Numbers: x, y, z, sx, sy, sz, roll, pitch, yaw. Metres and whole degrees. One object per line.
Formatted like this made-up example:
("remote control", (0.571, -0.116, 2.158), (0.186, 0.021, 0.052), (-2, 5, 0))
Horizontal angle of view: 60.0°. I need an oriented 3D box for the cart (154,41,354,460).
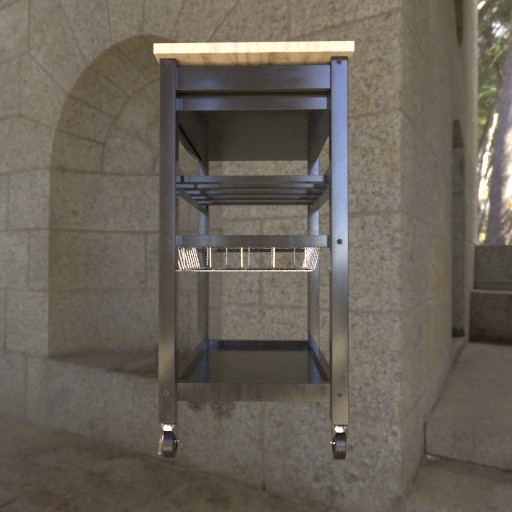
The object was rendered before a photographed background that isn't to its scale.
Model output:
("cart", (0.000, 0.000, 1.163), (0.403, 0.839, 0.584), (0, -1, 1))
